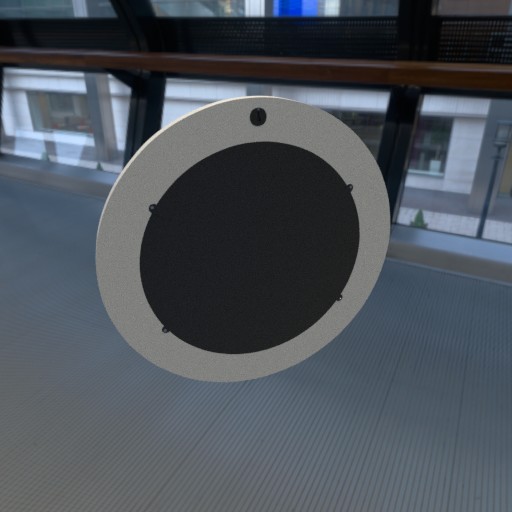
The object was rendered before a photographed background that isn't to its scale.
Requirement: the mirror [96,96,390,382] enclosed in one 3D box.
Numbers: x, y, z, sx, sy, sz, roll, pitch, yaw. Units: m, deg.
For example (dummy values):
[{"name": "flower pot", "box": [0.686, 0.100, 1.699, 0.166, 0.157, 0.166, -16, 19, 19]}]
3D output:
[{"name": "mirror", "box": [0.000, 0.000, 1.344, 0.914, 0.914, 0.038, -8, 27, -17]}]
